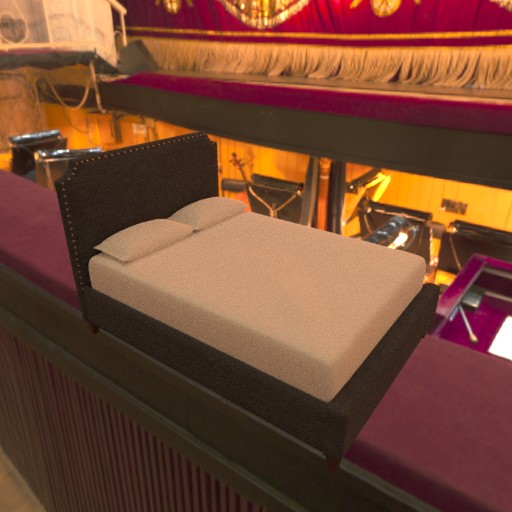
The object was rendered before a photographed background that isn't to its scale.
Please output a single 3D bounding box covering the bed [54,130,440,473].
[{"bbox_3d":[0.000,0.000,3.390,2.372,1.443,1.713,18,31,32],"label":"bed"}]
